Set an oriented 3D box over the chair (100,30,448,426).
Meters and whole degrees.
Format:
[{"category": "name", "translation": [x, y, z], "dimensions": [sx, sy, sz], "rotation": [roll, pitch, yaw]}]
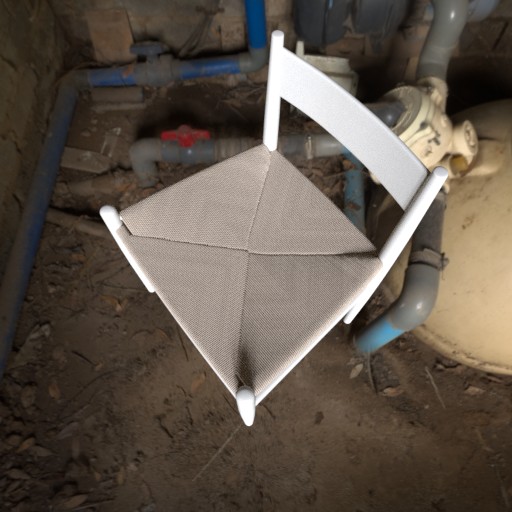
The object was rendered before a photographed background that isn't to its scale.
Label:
[{"category": "chair", "translation": [0.000, 0.000, 1.084], "dimensions": [0.495, 0.762, 0.556], "rotation": [-35, 69, -16]}]
